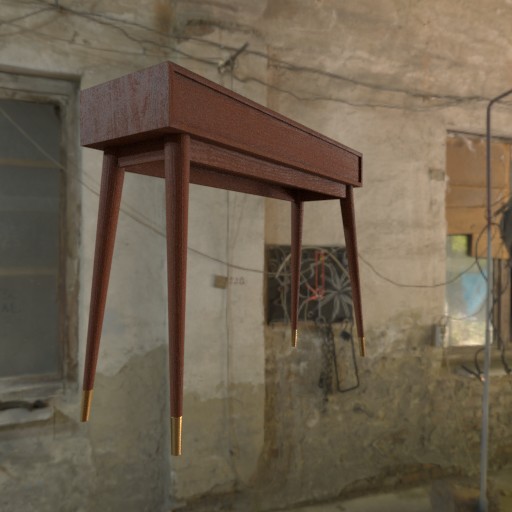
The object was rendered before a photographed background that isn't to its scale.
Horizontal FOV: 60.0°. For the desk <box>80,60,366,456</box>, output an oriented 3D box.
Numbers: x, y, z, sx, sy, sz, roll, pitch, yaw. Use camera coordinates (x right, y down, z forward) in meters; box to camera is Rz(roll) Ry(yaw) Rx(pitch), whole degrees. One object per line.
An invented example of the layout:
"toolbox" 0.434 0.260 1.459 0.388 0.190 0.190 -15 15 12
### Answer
"desk" 0.000 0.000 1.621 0.384 0.917 1.204 0 1 35
